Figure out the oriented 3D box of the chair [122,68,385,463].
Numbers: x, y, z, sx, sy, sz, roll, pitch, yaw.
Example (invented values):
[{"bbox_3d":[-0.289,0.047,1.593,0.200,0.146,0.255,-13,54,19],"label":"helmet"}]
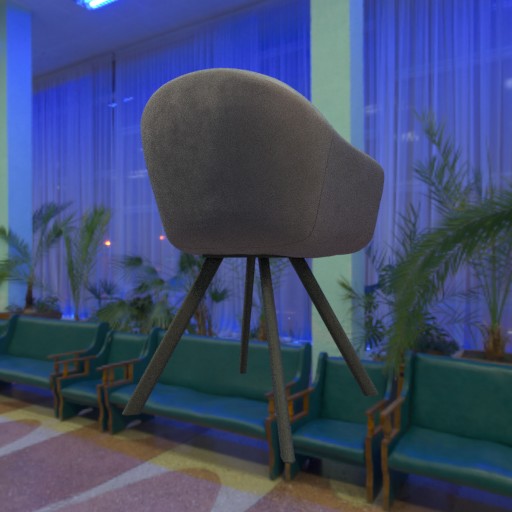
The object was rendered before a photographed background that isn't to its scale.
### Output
[{"bbox_3d":[0.000,0.000,1.163,0.567,0.781,0.544,0,0,34],"label":"chair"}]
